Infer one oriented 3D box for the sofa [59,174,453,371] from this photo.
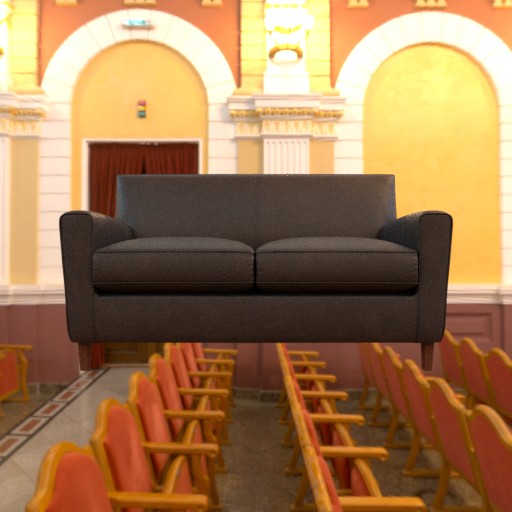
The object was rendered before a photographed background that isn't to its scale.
[{"bbox_3d":[0.000,0.000,2.006,1.473,0.871,0.787,0,0,0],"label":"sofa"}]
